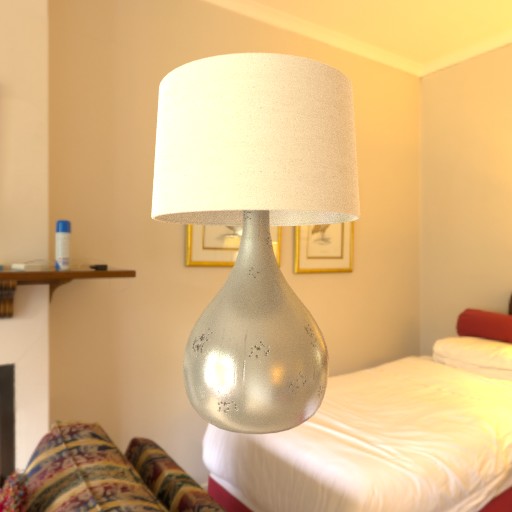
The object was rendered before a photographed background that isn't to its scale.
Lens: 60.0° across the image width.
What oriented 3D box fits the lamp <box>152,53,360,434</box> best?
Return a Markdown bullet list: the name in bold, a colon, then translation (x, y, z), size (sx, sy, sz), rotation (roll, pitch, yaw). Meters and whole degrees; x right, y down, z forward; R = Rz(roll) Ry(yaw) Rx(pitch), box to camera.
- **lamp**: translation (0.000, 0.000, 0.720), size (0.330, 0.521, 0.330), rotation (0, 0, 0)
